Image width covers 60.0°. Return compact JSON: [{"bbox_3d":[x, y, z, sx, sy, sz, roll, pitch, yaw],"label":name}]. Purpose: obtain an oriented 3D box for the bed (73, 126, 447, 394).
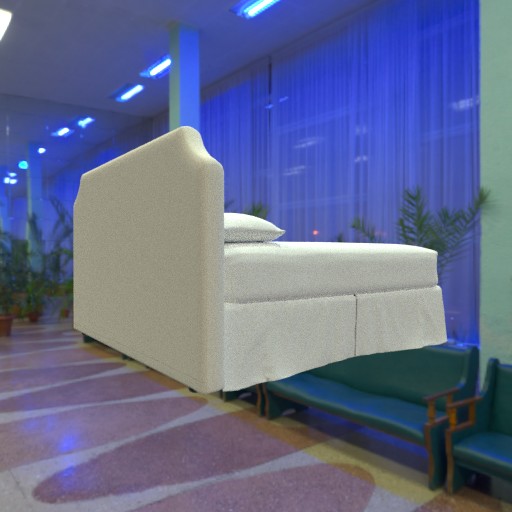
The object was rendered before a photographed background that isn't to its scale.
[{"bbox_3d":[0.000,0.000,3.481,2.204,1.301,2.160,0,1,-37],"label":"bed"}]
